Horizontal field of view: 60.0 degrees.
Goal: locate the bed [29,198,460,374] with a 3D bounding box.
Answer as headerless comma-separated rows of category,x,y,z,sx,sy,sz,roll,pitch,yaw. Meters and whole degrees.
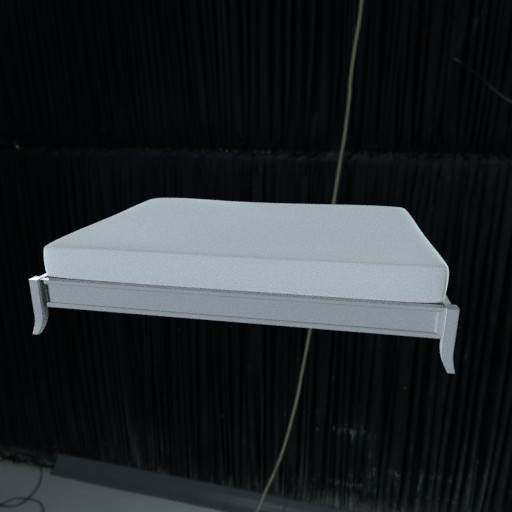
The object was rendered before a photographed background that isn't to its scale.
bed,0.000,0.000,2.845,2.108,0.510,1.604,3,17,10
